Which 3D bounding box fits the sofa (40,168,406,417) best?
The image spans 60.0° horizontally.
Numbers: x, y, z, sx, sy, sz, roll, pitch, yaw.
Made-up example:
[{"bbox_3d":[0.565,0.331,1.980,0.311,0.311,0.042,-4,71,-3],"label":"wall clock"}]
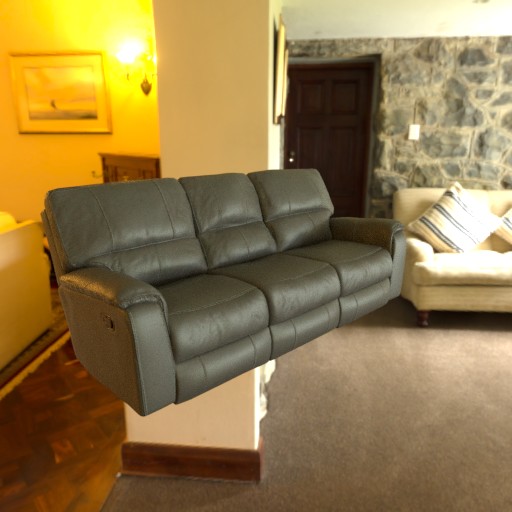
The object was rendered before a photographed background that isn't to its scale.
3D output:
[{"bbox_3d":[0.000,0.000,3.189,2.627,1.134,1.104,-14,20,-42],"label":"sofa"}]
